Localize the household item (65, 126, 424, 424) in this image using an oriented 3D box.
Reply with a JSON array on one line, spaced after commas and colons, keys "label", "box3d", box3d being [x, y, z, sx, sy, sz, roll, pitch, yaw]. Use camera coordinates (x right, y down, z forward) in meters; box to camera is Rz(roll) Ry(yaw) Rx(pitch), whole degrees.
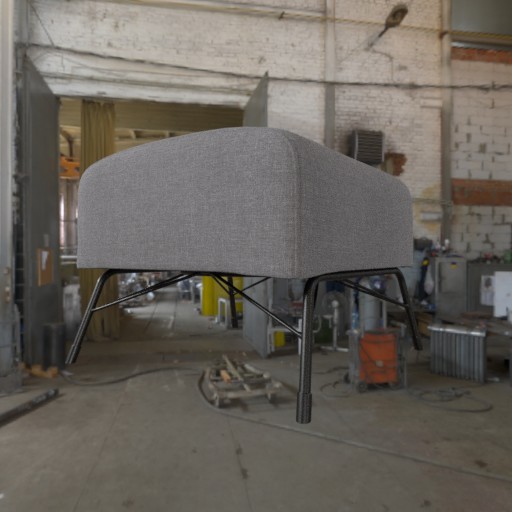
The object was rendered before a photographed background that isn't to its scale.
[{"label": "household item", "box3d": [0.000, 0.000, 0.909, 0.530, 0.410, 0.530, 0, 0, 36]}]
